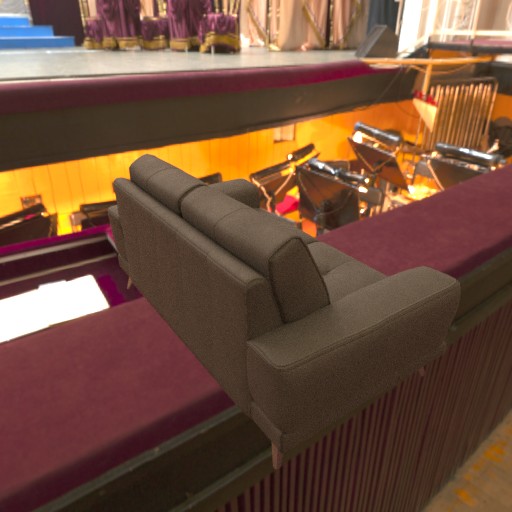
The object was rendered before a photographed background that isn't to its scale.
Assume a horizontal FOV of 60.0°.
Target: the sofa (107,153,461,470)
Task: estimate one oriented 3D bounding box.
[{"bbox_3d":[0.000,0.000,2.356,1.018,0.907,1.806,-18,33,-30],"label":"sofa"}]
